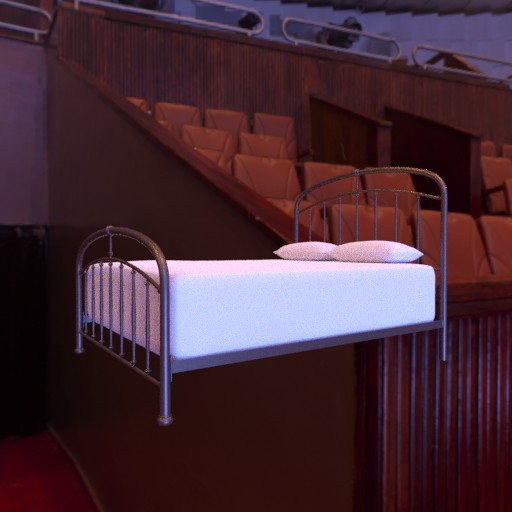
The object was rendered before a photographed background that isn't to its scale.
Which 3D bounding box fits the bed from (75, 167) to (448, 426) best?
[{"bbox_3d":[0.000,0.000,3.240,2.168,1.475,1.711,-1,1,-34],"label":"bed"}]
